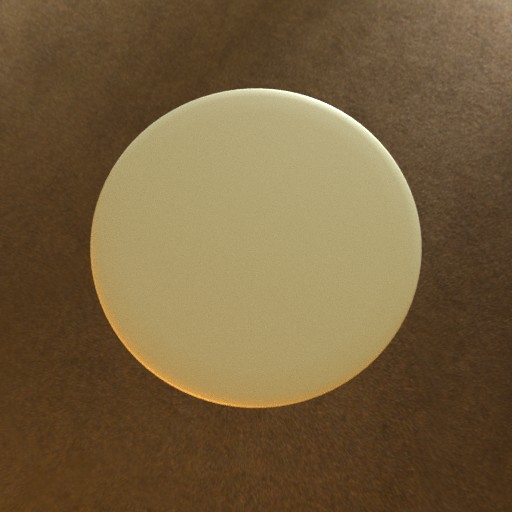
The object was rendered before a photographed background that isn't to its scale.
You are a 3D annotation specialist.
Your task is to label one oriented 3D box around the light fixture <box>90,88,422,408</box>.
[{"bbox_3d":[0.000,0.000,0.635,0.393,0.229,0.393,0,76,0],"label":"light fixture"}]
